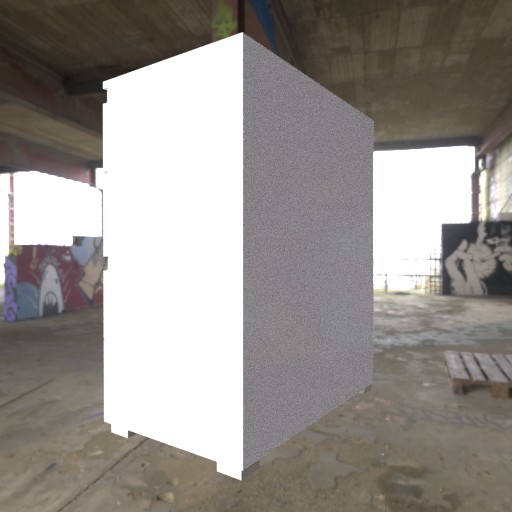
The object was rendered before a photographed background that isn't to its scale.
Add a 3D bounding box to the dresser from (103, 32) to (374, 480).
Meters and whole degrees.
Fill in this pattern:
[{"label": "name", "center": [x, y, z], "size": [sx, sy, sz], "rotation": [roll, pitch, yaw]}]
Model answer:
[{"label": "dresser", "center": [0.000, 0.000, 1.169], "size": [0.400, 0.800, 0.650], "rotation": [0, 1, 35]}]
